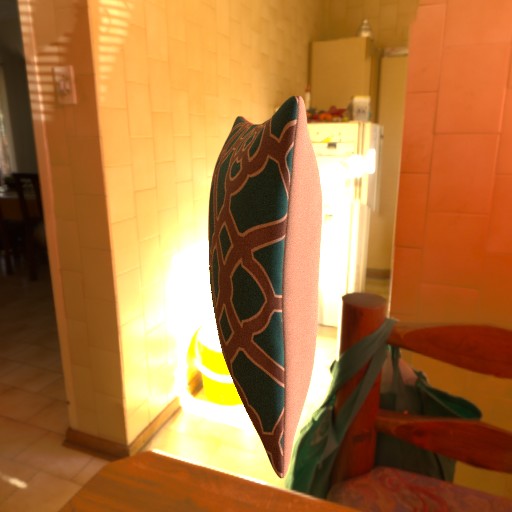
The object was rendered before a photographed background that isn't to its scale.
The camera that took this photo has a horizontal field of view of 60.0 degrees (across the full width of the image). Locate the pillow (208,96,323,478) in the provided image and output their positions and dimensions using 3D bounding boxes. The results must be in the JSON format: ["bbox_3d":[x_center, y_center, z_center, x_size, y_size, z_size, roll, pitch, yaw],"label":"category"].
[{"bbox_3d":[0.000,0.000,0.803,0.166,0.507,0.526,-2,15,-9],"label":"pillow"}]
